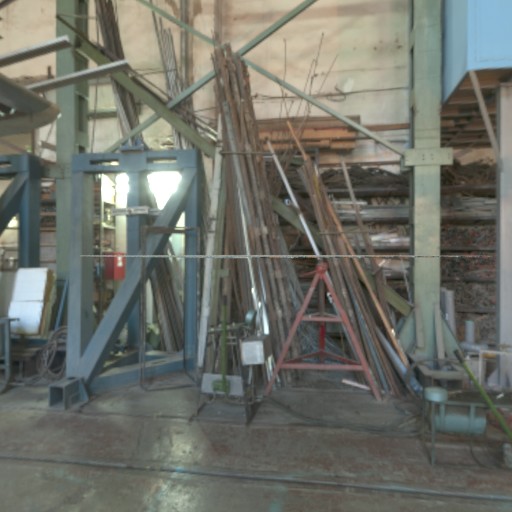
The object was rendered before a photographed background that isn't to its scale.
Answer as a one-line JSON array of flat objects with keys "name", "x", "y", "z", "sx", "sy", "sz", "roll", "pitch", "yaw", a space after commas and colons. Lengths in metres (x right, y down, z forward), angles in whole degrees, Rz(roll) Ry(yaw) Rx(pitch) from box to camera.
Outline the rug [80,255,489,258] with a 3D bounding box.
[{"name": "rug", "x": 0.000, "y": 0.000, "z": 4.165, "sx": 2.379, "sy": 0.011, "sz": 3.221, "roll": 0, "pitch": 0, "yaw": -35}]
